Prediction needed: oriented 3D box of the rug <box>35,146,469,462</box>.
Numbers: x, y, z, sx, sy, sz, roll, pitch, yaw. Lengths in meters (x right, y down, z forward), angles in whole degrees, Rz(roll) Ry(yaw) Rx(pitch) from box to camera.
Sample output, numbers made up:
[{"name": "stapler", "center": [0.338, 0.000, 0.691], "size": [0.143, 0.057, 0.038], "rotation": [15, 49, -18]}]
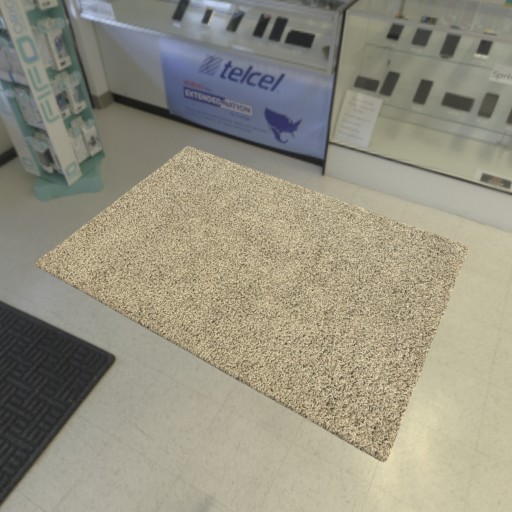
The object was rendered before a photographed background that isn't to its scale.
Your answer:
[{"name": "rug", "center": [0.000, 0.000, 2.191], "size": [1.778, 0.030, 1.219], "rotation": [24, 50, 21]}]
